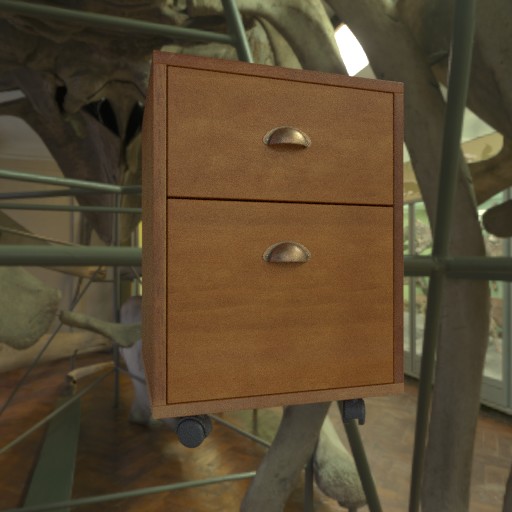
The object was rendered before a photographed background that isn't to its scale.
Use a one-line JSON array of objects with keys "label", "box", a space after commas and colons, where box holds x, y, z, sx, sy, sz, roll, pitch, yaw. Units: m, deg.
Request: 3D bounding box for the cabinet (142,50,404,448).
[{"label": "cabinet", "box": [0.000, 0.000, 0.852, 0.409, 0.579, 0.401, 0, 0, -17]}]
